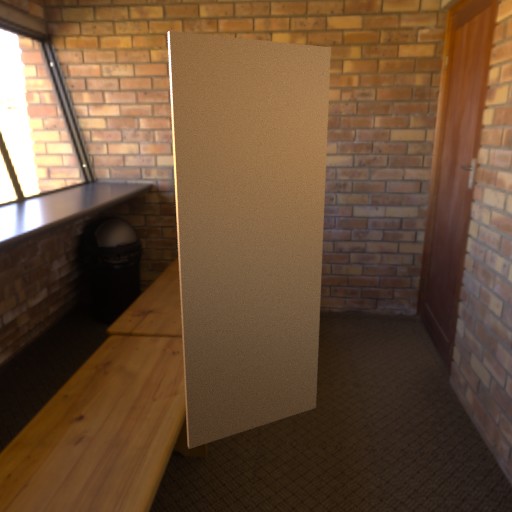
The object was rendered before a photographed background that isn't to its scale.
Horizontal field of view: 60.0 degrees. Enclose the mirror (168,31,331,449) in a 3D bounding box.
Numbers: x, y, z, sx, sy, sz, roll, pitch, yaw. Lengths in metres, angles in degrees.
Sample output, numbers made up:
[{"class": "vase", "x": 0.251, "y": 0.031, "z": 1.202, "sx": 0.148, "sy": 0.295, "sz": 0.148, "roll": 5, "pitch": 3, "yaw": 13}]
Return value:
[{"class": "mirror", "x": 0.000, "y": 0.000, "z": 2.284, "sx": 0.812, "sy": 2.031, "sz": 0.025, "roll": -8, "pitch": 17, "yaw": -26}]
